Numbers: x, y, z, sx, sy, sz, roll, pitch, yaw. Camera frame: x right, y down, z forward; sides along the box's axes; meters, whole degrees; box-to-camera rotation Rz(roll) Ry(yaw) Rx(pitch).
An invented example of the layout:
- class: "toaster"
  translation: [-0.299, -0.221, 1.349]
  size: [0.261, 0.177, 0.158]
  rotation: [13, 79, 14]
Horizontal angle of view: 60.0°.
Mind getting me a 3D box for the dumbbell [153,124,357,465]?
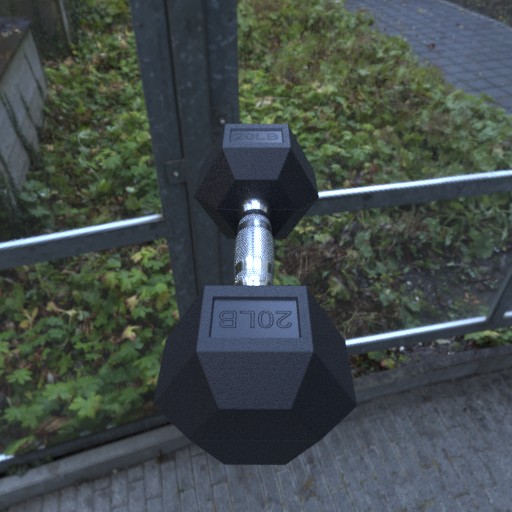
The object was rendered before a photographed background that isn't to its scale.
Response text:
- class: "dumbbell"
  translation: [0.000, 0.000, 0.318]
  size: [0.106, 0.092, 0.272]
  rotation: [0, 41, 0]
